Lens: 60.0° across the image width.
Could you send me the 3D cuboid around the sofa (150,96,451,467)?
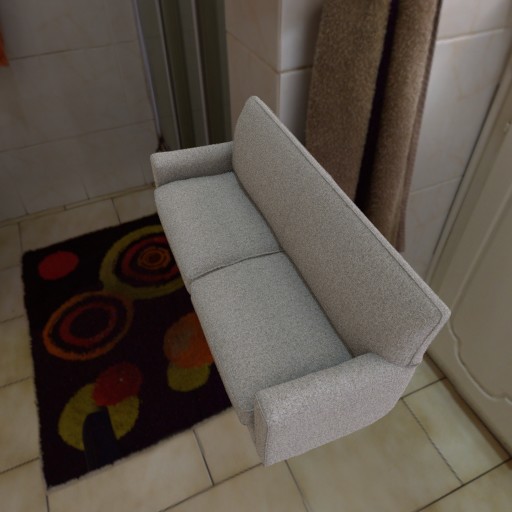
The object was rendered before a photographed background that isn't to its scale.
[{"bbox_3d":[0.000,0.000,2.552,0.854,0.942,2.026,-16,47,-15],"label":"sofa"}]
